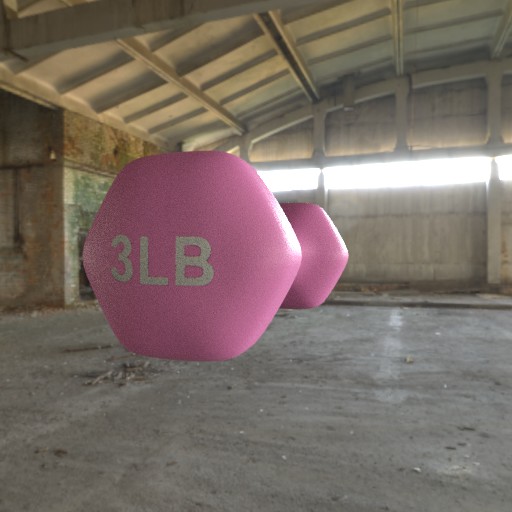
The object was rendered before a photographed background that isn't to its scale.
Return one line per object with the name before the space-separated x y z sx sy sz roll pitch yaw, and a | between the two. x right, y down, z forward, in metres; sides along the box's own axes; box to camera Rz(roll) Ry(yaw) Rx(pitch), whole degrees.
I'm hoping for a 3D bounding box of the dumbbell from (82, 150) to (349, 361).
dumbbell | 0.000 0.000 0.187 0.064 0.058 0.159 0 0 18
